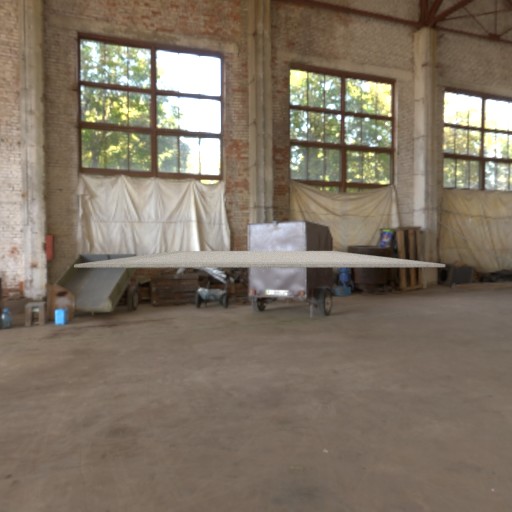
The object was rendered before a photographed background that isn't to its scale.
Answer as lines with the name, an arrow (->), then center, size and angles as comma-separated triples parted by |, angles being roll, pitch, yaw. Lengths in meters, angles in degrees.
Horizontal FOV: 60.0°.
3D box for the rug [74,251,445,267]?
rug -> 0.000, 0.000, 3.031 | 1.524, 0.014, 2.438 | 0, 2, -1
